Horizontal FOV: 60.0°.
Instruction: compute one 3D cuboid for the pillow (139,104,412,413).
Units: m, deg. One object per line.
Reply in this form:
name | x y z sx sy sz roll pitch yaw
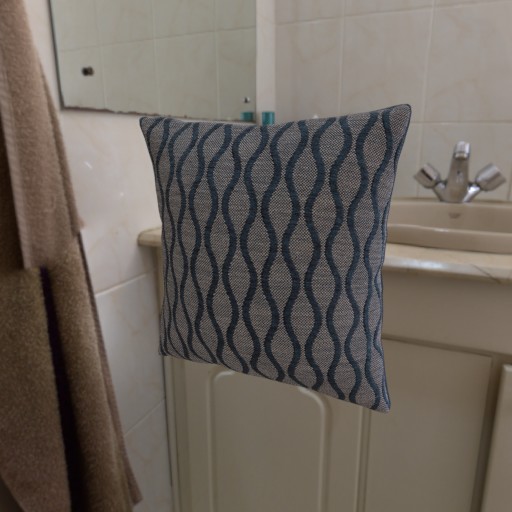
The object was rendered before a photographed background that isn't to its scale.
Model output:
pillow | 0.000 0.000 0.689 0.435 0.435 0.159 7 16 25
